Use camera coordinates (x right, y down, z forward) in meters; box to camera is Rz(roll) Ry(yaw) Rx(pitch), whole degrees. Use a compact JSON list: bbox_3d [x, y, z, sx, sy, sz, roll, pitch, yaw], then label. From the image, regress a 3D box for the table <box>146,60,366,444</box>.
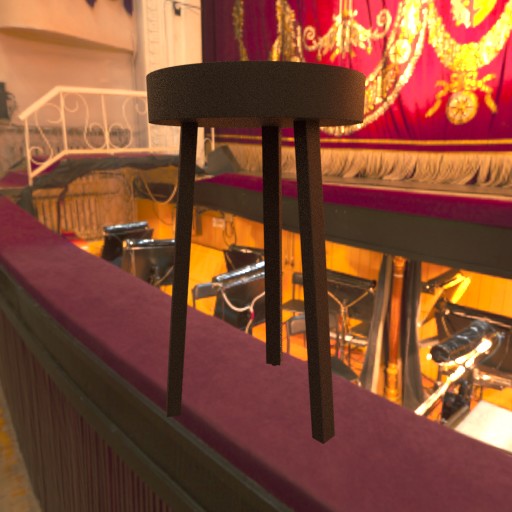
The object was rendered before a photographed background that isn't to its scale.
[{"bbox_3d":[0.000,0.000,0.924,0.406,0.686,0.406,-13,19,-42],"label":"table"}]
